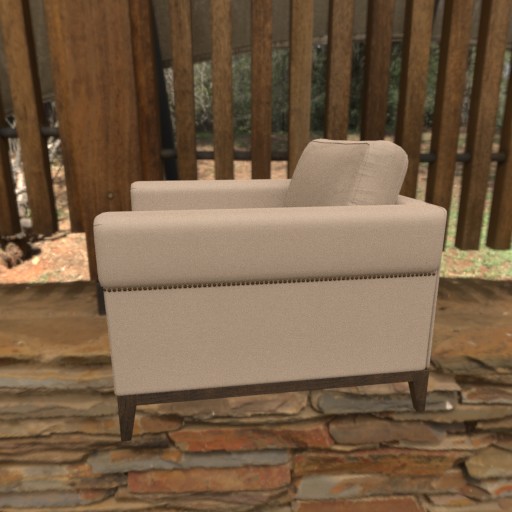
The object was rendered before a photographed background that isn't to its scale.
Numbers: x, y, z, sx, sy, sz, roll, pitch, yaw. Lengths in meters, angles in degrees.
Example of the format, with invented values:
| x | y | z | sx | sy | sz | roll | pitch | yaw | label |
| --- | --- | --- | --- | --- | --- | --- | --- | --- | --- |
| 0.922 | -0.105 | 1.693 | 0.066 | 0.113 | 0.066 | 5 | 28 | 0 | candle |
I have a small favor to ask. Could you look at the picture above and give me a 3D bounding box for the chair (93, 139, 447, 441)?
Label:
| x | y | z | sx | sy | sz | roll | pitch | yaw | label |
| --- | --- | --- | --- | --- | --- | --- | --- | --- | --- |
| 0.000 | 0.000 | 1.649 | 0.959 | 0.838 | 0.914 | -2 | 15 | -9 | chair |
